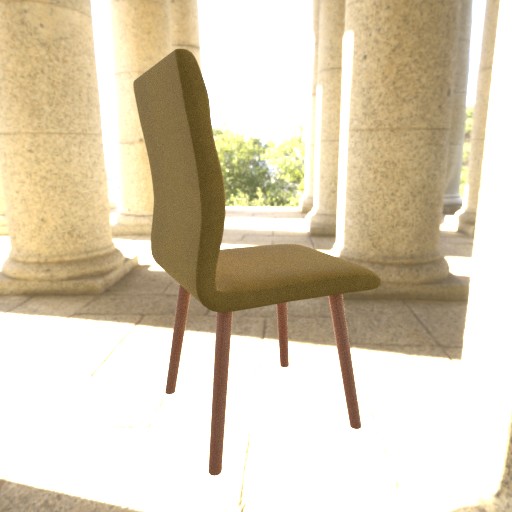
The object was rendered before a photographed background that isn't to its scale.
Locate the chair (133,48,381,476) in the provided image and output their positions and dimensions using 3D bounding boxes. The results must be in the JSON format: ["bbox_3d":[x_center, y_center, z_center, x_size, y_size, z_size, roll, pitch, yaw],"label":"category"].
[{"bbox_3d":[0.000,0.000,1.261,0.550,0.965,0.450,-6,14,-25],"label":"chair"}]
